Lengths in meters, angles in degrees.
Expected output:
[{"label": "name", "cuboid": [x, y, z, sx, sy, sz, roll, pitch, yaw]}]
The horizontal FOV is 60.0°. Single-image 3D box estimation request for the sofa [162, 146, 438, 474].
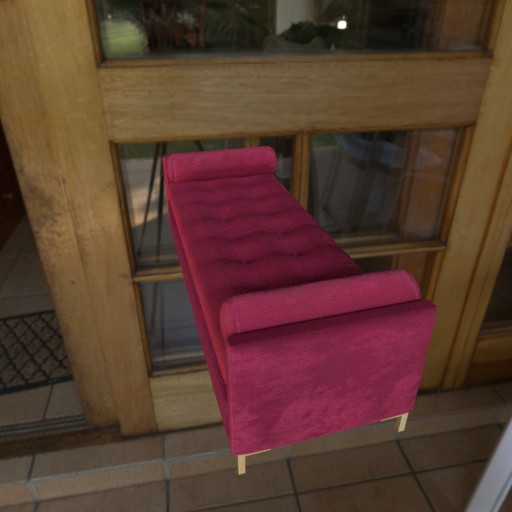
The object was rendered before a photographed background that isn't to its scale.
[{"label": "sofa", "cuboid": [0.000, 0.000, 2.488, 0.796, 0.705, 2.102, -8, 31, -14]}]
